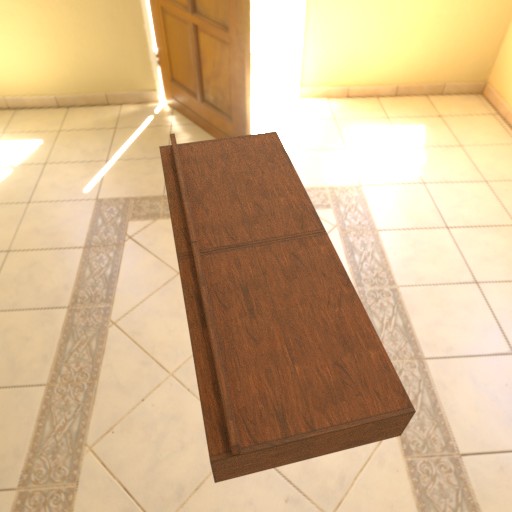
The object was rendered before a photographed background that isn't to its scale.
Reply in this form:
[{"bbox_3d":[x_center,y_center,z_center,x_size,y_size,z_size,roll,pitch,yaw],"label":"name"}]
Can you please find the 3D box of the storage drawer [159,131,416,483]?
[{"bbox_3d":[0.000,0.000,2.239,0.774,0.339,1.914,-10,48,-9],"label":"storage drawer"}]
